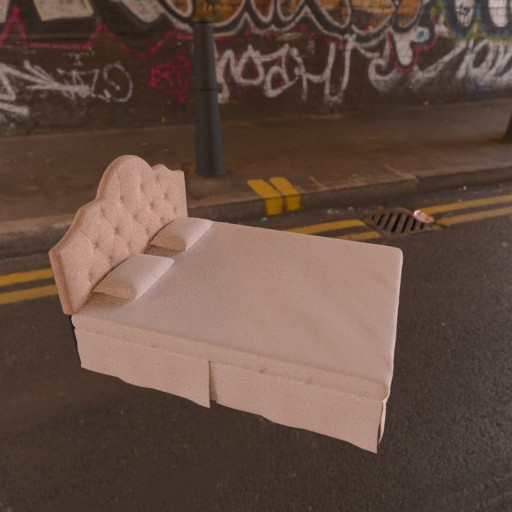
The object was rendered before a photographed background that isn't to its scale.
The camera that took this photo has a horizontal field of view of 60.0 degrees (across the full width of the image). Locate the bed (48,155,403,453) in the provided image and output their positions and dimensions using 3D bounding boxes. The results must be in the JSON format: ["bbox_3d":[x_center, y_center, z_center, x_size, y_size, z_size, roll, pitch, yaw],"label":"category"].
[{"bbox_3d":[0.000,0.000,3.007,1.970,1.194,1.667,9,30,16],"label":"bed"}]
